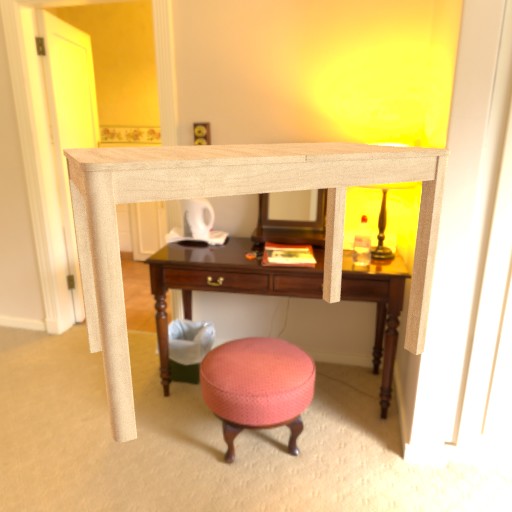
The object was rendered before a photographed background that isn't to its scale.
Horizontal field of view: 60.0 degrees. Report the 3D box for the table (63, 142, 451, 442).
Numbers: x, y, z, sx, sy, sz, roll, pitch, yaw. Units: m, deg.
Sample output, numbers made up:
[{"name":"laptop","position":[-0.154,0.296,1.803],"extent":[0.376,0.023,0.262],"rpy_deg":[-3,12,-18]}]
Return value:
[{"name":"table","position":[0.000,0.000,1.917],"extent":[1.400,0.900,0.750],"rpy_deg":[-8,19,-25]}]
